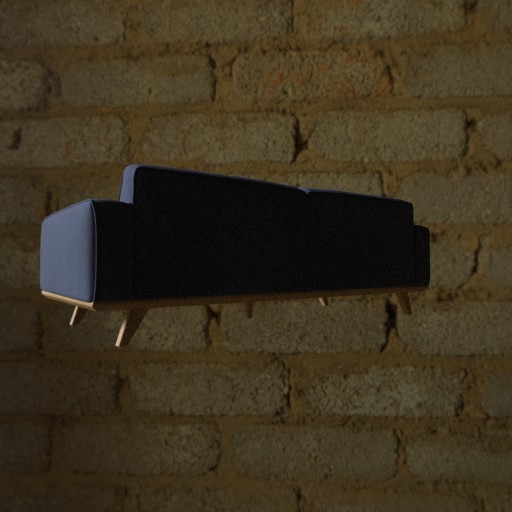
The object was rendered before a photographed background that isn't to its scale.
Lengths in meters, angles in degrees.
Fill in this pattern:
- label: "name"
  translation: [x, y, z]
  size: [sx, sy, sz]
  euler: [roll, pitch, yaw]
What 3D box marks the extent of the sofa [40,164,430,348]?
- label: "sofa"
  translation: [0.000, 0.000, 2.711]
  size: [2.270, 0.782, 0.953]
  euler: [1, -1, -36]
